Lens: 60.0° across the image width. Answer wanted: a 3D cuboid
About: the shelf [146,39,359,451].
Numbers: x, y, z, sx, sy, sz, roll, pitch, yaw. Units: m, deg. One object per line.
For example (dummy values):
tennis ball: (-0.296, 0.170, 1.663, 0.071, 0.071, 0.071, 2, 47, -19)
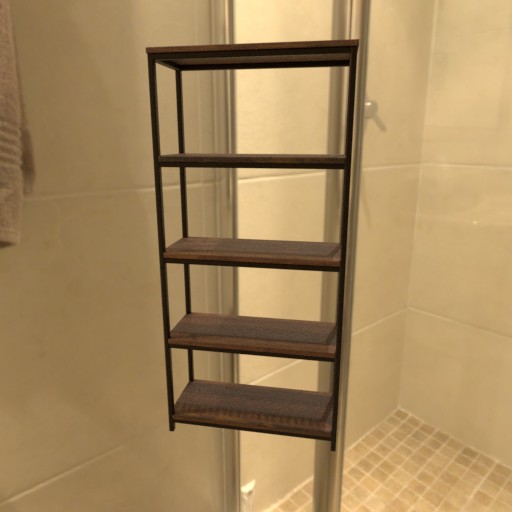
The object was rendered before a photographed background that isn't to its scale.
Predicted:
shelf: (0.000, 0.000, 2.189, 0.874, 1.860, 0.359, 3, 15, 10)
